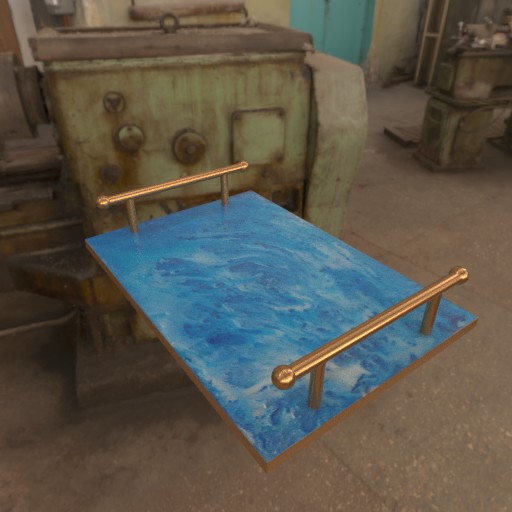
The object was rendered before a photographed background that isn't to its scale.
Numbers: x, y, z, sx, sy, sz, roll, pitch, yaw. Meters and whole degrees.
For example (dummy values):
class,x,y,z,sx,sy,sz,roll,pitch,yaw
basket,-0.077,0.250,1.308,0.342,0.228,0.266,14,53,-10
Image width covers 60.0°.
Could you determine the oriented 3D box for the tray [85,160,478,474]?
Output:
class,x,y,z,sx,sy,sz,roll,pitch,yaw
tray,0.000,0.000,0.565,0.304,0.084,0.444,-21,38,-30
